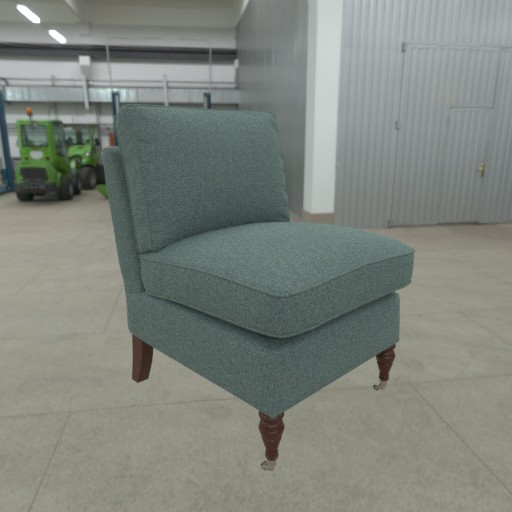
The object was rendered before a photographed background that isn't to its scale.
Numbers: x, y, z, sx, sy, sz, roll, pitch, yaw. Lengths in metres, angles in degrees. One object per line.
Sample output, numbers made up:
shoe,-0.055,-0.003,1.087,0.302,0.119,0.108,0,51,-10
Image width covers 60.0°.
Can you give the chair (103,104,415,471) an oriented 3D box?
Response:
chair,0.000,0.000,1.390,0.624,0.901,0.796,-14,20,-42
